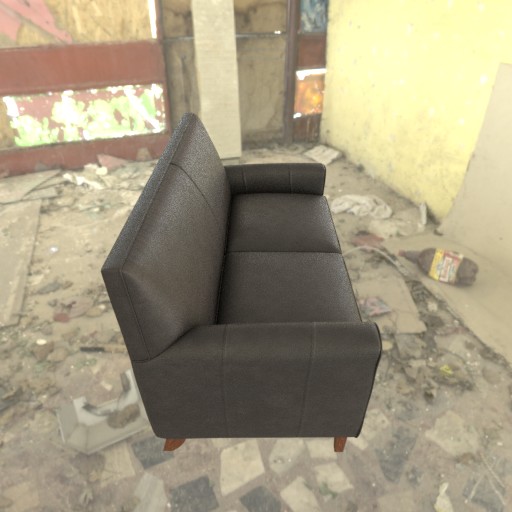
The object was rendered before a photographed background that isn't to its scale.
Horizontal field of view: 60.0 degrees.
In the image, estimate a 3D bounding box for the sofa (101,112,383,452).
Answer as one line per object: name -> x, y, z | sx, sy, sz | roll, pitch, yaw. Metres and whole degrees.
sofa -> 0.000, 0.000, 1.968 | 0.787, 0.871, 1.473 | 0, 33, 0
